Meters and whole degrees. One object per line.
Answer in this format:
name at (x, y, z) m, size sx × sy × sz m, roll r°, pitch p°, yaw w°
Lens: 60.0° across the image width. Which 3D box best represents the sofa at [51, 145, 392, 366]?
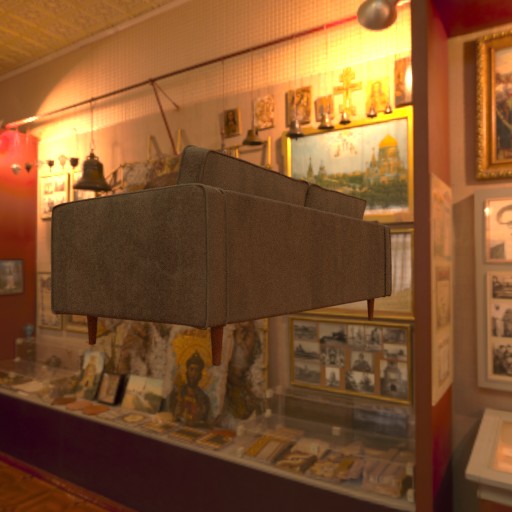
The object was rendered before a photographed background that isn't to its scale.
sofa at (0.000, 0.000, 2.469) m, size 0.924 × 0.825 × 1.920 m, roll -1°, pitch -1°, yaw 35°
